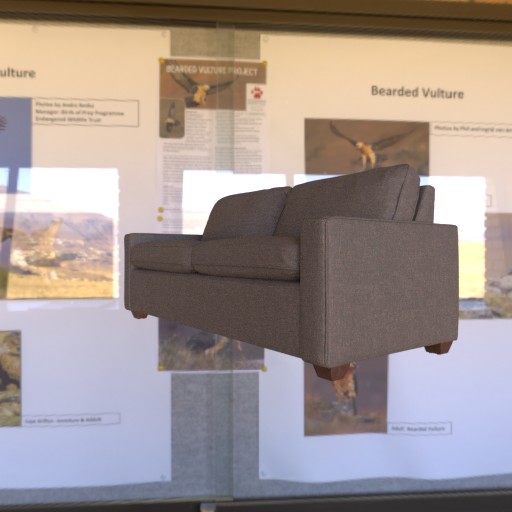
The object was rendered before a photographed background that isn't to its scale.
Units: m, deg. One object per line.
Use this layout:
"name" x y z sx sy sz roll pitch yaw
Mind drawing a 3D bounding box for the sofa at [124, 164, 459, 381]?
"sofa" 0.000 0.000 2.658 0.940 0.919 2.080 0 1 -36
